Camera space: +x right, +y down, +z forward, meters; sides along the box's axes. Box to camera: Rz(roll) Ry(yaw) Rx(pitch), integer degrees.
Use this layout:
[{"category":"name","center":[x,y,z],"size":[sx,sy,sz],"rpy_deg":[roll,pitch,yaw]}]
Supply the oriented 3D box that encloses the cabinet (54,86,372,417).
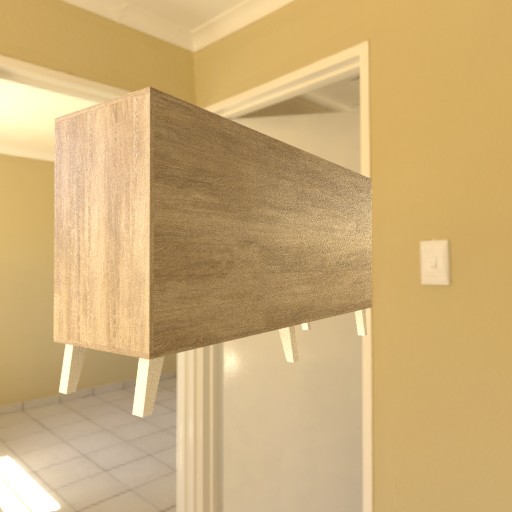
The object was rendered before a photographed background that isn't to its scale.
[{"category":"cabinet","center":[0.000,0.000,1.939],"size":[0.450,0.870,1.600],"rpy_deg":[0,-1,35]}]
